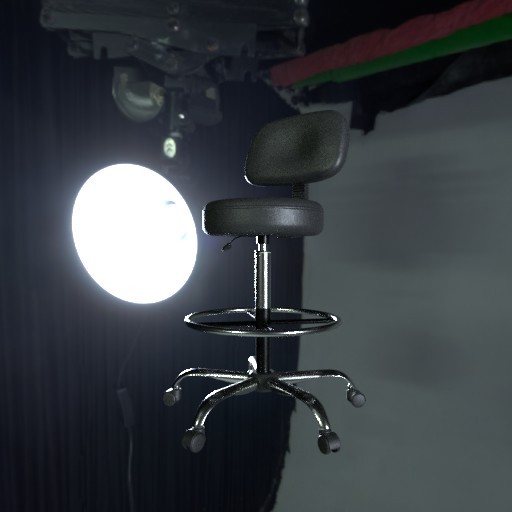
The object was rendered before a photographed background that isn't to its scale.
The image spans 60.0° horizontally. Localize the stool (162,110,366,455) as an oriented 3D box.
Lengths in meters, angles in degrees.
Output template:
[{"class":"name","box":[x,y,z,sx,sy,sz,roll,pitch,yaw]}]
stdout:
[{"class":"stool","box":[0.000,0.000,1.467,0.694,1.069,0.658,1,1,36]}]
